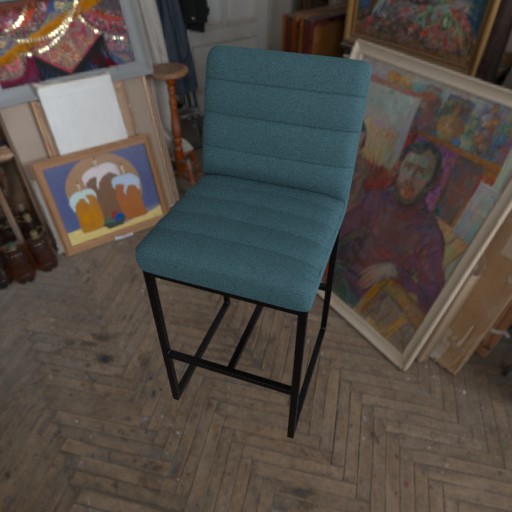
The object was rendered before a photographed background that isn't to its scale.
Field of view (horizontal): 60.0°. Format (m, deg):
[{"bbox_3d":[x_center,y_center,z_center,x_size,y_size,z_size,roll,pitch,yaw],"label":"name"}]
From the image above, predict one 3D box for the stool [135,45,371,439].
[{"bbox_3d":[0.000,0.000,1.342,0.460,1.040,0.560,13,43,15],"label":"stool"}]
